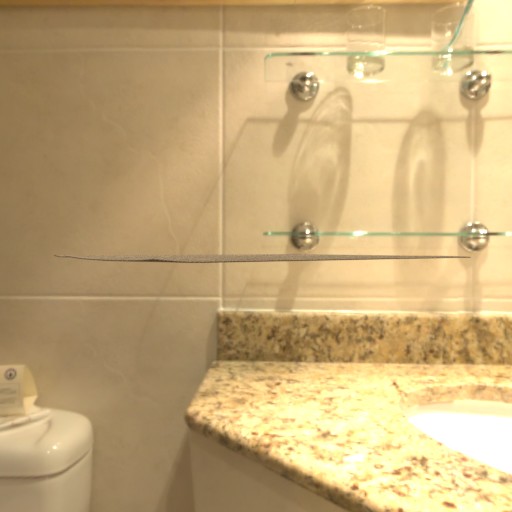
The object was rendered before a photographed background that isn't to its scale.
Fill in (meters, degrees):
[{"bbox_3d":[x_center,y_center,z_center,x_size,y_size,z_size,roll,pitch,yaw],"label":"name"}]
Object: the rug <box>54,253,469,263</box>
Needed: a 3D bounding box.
[{"bbox_3d":[0.000,0.000,3.969,2.925,0.026,2.343,-1,1,-35],"label":"rug"}]
